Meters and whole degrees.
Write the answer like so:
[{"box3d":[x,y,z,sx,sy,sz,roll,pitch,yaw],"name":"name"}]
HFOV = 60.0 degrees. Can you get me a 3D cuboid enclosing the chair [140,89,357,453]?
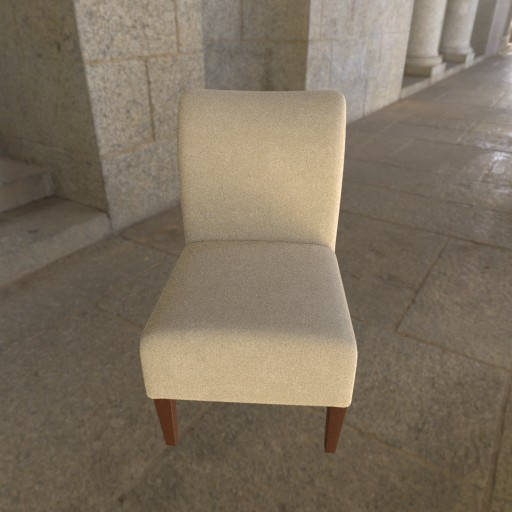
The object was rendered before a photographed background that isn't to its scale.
[{"box3d":[0.000,0.000,1.313,0.521,0.833,0.754,2,29,3],"name":"chair"}]
